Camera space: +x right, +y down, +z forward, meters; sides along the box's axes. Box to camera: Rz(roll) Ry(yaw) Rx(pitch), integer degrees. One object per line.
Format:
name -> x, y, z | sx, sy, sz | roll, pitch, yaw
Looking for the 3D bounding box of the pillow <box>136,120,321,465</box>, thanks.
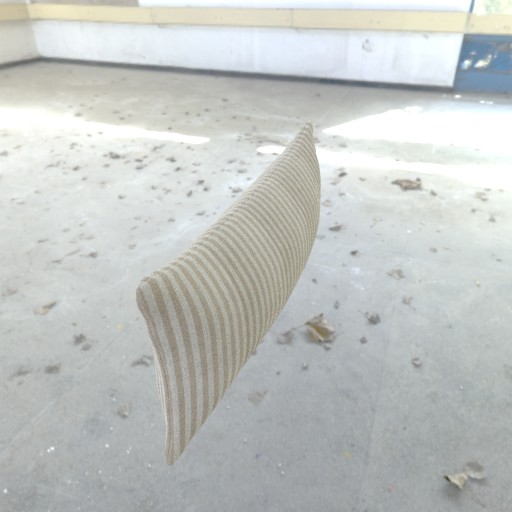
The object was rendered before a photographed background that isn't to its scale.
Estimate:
pillow -> 0.000, 0.000, 0.743 | 0.151, 0.295, 0.617 | 12, 34, 18
